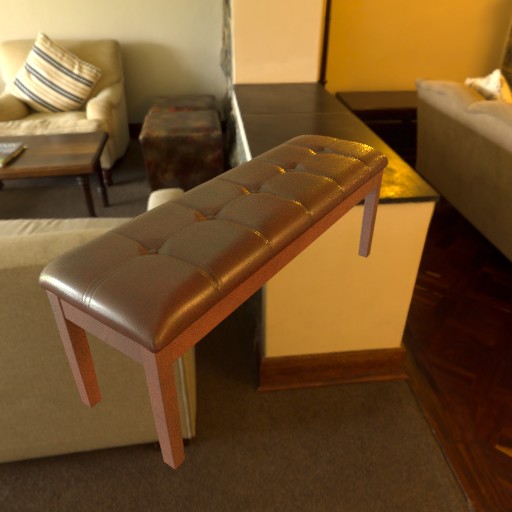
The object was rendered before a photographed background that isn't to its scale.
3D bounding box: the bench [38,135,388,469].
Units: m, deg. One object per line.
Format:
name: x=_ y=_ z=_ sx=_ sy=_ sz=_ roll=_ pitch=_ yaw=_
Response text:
bench: x=0.000 y=0.000 z=1.483 sx=0.401 sy=0.491 sz=1.259 roll=21 pitch=38 yaw=29
